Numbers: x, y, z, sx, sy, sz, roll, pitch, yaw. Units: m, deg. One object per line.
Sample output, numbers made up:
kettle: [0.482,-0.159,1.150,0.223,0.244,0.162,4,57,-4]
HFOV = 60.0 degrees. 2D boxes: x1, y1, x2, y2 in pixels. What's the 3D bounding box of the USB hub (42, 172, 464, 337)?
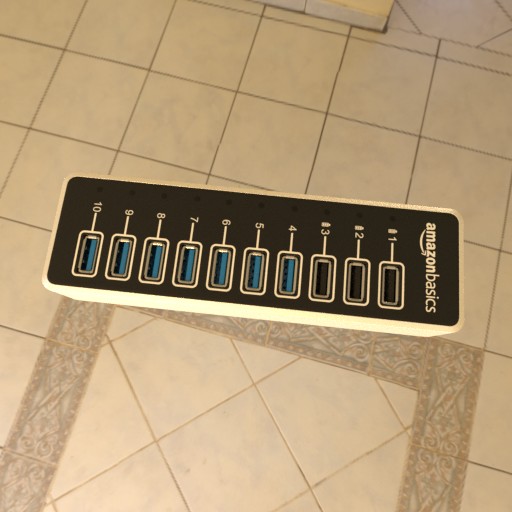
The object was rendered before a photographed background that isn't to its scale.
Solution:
USB hub: [0.000,0.000,0.165,0.145,0.023,0.044,6,76,1]
